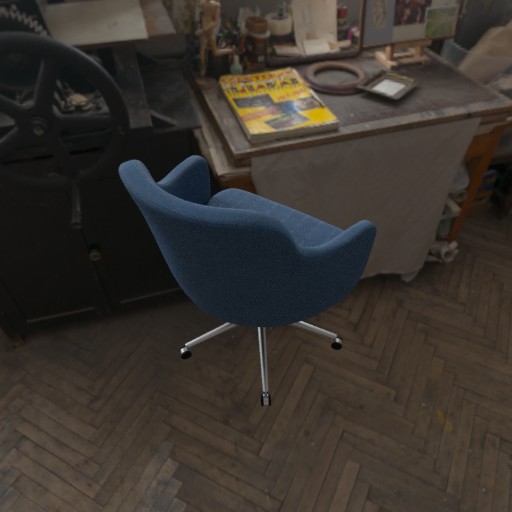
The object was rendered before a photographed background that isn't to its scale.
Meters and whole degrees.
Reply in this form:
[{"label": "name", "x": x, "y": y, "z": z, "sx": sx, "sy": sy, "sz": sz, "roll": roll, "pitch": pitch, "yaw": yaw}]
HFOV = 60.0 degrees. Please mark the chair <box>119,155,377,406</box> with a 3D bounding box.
[{"label": "chair", "x": 0.000, "y": 0.000, "z": 1.308, "sx": 0.599, "sy": 0.820, "sz": 0.655, "roll": 25, "pitch": 51, "yaw": 22}]
